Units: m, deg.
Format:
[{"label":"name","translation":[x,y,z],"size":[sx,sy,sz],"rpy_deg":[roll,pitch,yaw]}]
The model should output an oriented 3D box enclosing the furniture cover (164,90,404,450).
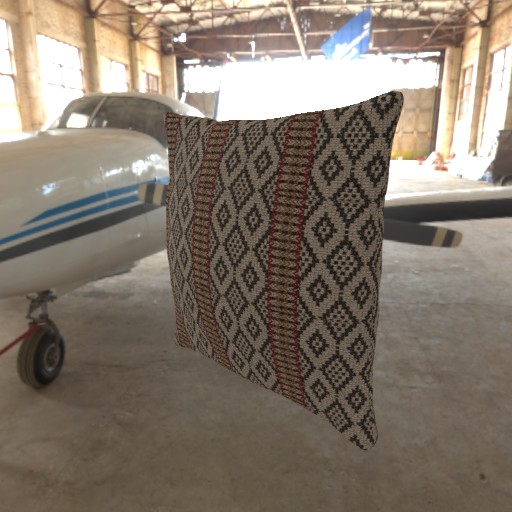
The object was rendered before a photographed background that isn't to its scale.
[{"label":"furniture cover","translation":[0.000,0.000,0.772],"size":[0.182,0.506,0.503],"rpy_deg":[-14,20,-43]}]
